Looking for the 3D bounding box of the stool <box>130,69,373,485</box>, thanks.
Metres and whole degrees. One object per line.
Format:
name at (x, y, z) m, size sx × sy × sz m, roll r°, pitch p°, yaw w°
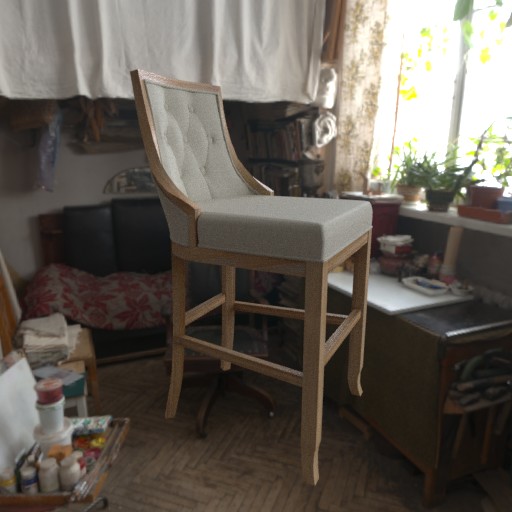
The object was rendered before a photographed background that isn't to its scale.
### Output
stool at (0.000, 0.000, 1.429) m, size 0.626 × 1.101 × 0.524 m, roll 7°, pitch 16°, yaw 26°
